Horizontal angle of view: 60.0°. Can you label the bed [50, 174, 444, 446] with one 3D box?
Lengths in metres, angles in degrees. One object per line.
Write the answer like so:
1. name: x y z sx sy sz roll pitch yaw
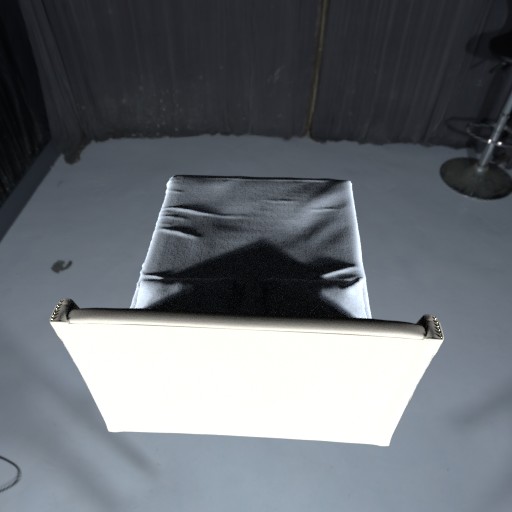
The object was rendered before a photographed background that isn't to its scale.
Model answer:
1. bed: 0.000 0.000 3.356 1.925 1.332 2.276 2 46 2
